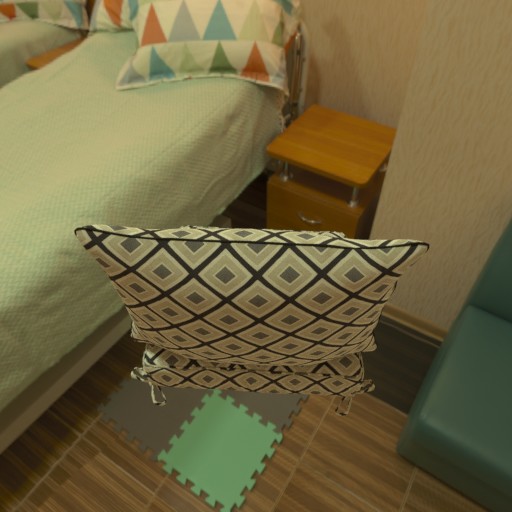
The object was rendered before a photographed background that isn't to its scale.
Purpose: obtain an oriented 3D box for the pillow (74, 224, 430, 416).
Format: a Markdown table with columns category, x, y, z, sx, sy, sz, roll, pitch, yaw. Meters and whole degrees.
| category | x | y | z | sx | sy | sz | roll | pitch | yaw |
| --- | --- | --- | --- | --- | --- | --- | --- | --- | --- |
| pillow | 0.000 | 0.000 | 1.392 | 0.798 | 0.722 | 0.733 | 2 | 46 | 2 |
